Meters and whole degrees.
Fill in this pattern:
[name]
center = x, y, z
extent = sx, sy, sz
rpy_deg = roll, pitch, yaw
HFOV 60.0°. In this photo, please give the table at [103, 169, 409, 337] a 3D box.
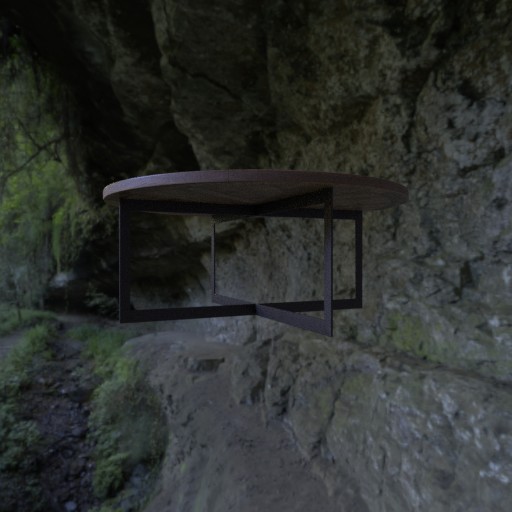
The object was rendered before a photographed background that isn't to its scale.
[table]
center = 0.000, 0.000, 1.941
extent = 1.264, 0.516, 1.264
rpy_deg = 0, 0, 0
